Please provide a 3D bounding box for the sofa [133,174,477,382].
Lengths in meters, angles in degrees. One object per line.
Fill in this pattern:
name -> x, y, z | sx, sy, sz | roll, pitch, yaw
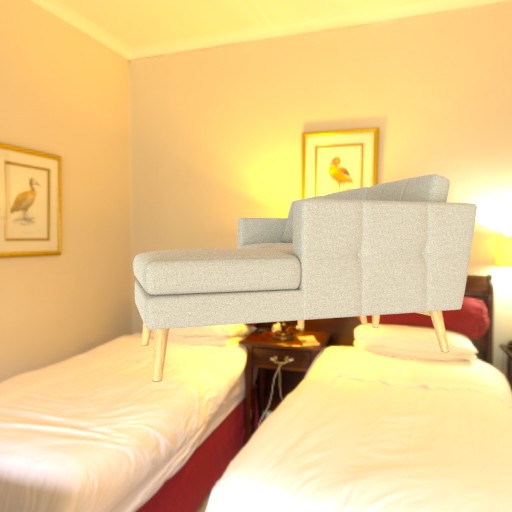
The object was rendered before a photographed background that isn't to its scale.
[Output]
sofa -> 0.000, 0.000, 2.790 | 1.530, 0.860, 2.040 | -1, 3, -18
